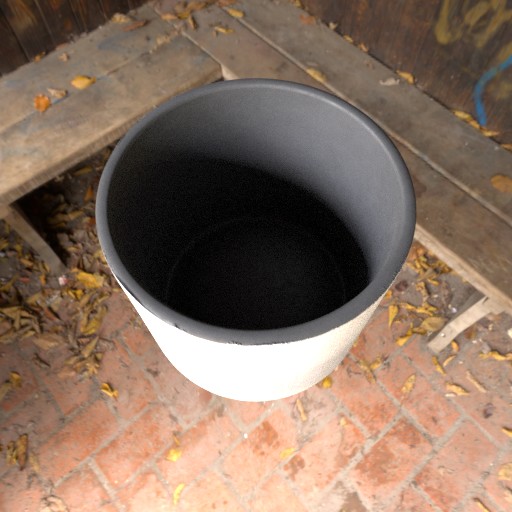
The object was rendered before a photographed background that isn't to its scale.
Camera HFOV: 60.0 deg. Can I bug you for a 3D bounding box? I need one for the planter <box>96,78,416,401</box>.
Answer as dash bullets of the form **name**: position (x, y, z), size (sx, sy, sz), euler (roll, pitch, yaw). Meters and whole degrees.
- **planter**: position (0.000, 0.000, 0.390), size (0.221, 0.201, 0.221), euler (0, 63, 0)
